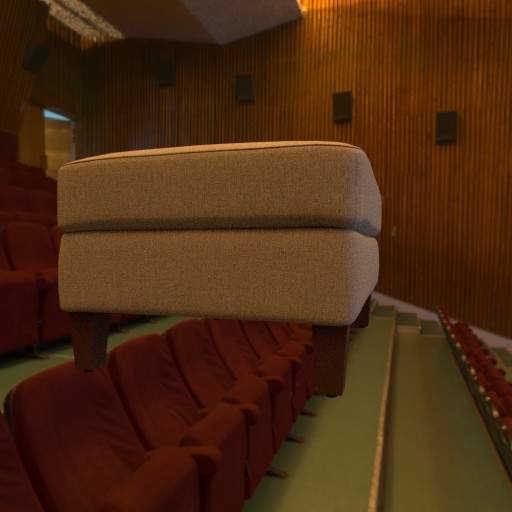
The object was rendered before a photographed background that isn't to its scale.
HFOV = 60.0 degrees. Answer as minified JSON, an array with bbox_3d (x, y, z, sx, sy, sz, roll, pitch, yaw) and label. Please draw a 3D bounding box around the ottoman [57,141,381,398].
[{"bbox_3d":[0.000,0.000,1.284,0.677,0.519,0.898,0,1,18],"label":"ottoman"}]
